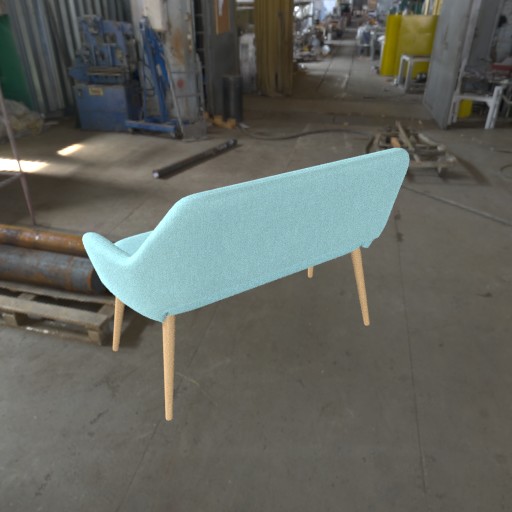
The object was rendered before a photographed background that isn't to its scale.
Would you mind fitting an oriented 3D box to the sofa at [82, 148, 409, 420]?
[{"bbox_3d":[0.000,0.000,1.652,1.150,0.840,0.610,-18,35,-28],"label":"sofa"}]
